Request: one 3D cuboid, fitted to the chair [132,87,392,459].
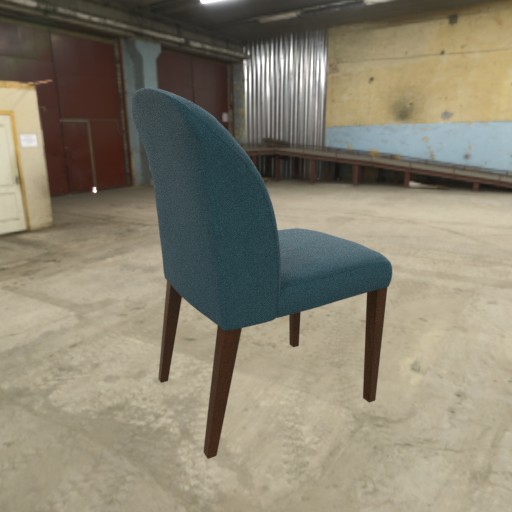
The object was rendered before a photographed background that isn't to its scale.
[{"bbox_3d":[0.000,0.000,1.281,0.620,0.879,0.507,-8,16,-27],"label":"chair"}]
